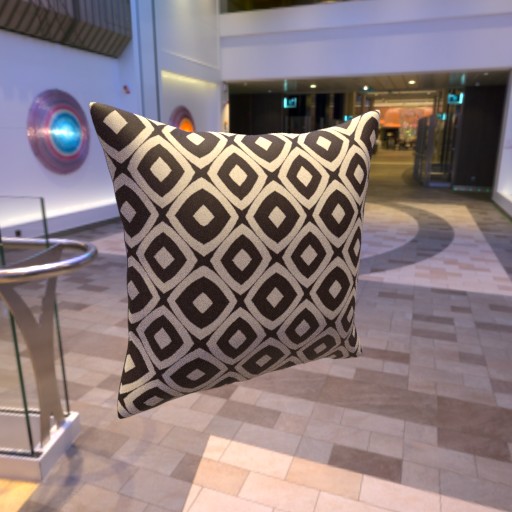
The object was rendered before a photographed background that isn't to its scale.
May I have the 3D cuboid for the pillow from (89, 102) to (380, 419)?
[{"bbox_3d":[0.000,0.000,0.770,0.504,0.494,0.188,-7,17,-25],"label":"pillow"}]
